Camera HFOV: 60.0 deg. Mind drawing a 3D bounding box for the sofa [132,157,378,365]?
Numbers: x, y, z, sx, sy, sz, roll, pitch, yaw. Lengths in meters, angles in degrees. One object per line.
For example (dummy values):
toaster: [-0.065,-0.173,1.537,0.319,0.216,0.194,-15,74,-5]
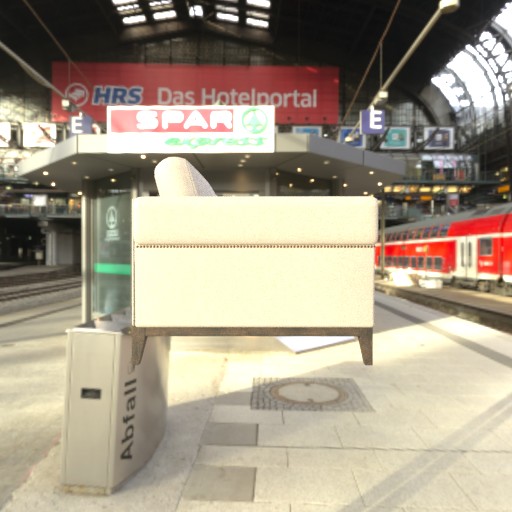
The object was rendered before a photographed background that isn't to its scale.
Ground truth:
sofa: [0.000,0.000,2.805,0.959,0.838,2.210,0,0,0]
